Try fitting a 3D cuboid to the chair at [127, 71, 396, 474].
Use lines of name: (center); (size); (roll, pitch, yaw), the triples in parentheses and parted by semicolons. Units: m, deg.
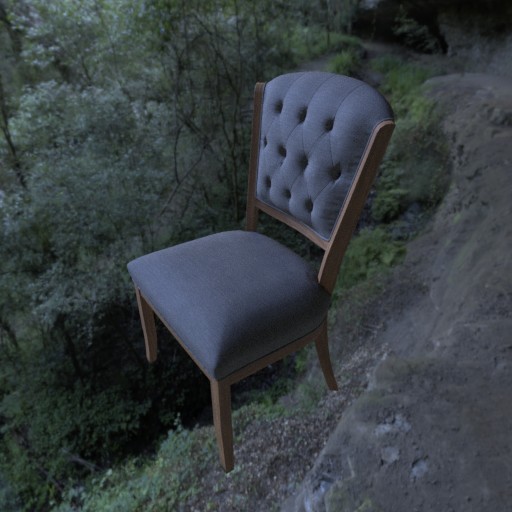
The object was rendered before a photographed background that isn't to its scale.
chair: (0.000, 0.000, 1.247); (0.584, 0.905, 0.513); (-21, 39, -29)
